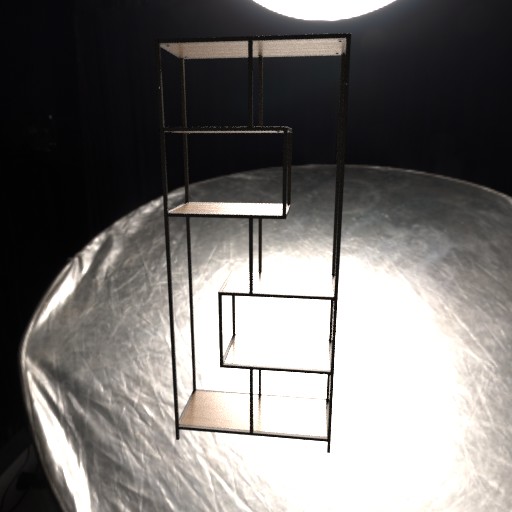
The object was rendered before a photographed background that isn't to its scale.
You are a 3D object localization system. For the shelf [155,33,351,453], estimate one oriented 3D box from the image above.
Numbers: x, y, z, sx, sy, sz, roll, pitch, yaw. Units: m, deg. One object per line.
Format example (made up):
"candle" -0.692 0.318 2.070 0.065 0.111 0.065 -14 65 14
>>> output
"shelf" 0.000 0.000 2.118 0.770 1.850 0.350 2 15 7
